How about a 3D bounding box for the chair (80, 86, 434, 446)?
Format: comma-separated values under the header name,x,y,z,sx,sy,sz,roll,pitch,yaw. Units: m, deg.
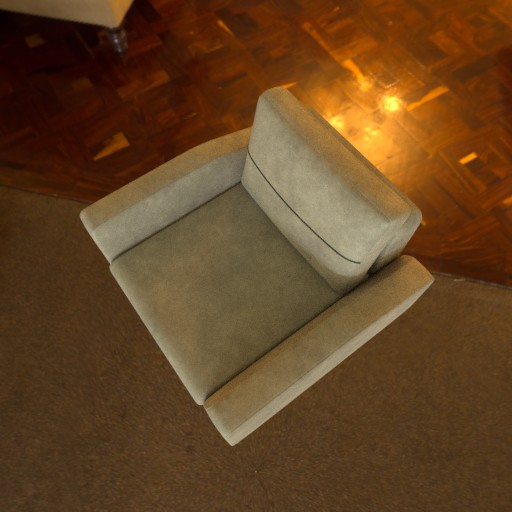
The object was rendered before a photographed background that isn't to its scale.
name,x,y,z,sx,sy,sz,roll,pitch,yaw
chair,0.000,0.000,1.580,0.900,0.800,0.900,-34,69,-15
